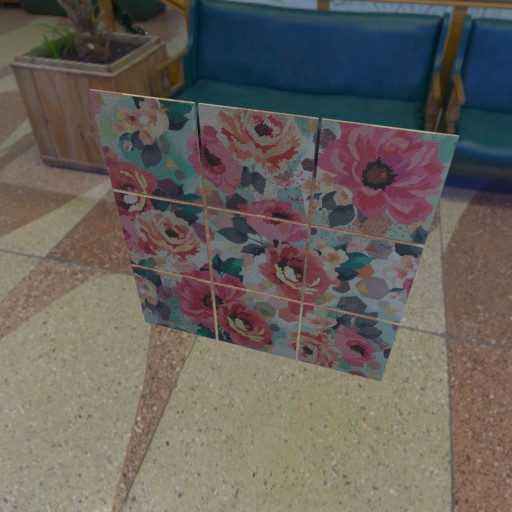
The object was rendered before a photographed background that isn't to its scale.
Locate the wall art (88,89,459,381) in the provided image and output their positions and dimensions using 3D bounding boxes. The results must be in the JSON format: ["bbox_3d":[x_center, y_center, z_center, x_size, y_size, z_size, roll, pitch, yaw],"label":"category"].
[{"bbox_3d":[0.000,0.000,2.251,1.521,1.519,0.013,12,42,13],"label":"wall art"}]
